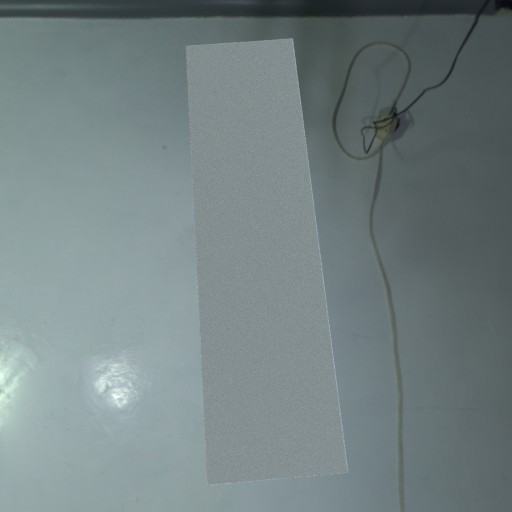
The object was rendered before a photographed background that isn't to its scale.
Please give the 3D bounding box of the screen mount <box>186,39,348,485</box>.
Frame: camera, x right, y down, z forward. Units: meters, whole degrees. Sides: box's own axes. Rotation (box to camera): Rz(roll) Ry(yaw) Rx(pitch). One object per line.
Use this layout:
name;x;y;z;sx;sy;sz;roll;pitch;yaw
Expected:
screen mount;0.000;0.000;1.753;0.400;0.619;1.490;-5;74;-1
